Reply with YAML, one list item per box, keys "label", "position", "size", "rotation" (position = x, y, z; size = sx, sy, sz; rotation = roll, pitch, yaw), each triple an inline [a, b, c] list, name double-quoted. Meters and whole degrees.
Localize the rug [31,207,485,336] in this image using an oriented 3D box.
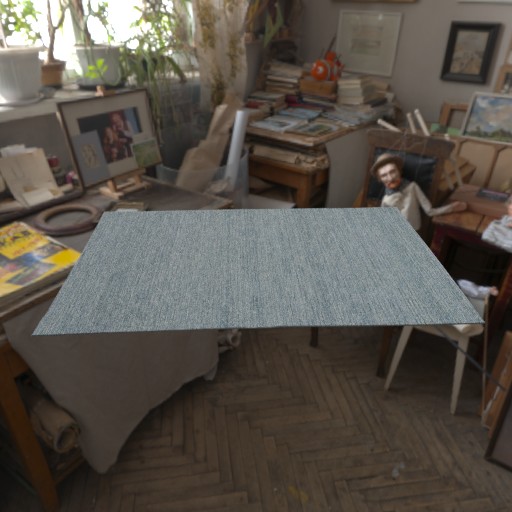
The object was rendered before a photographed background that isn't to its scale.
- label: "rug"
  position: [0.000, 0.000, 2.294]
  size: [1.853, 0.022, 1.174]
  rotation: [-1, 30, -2]
